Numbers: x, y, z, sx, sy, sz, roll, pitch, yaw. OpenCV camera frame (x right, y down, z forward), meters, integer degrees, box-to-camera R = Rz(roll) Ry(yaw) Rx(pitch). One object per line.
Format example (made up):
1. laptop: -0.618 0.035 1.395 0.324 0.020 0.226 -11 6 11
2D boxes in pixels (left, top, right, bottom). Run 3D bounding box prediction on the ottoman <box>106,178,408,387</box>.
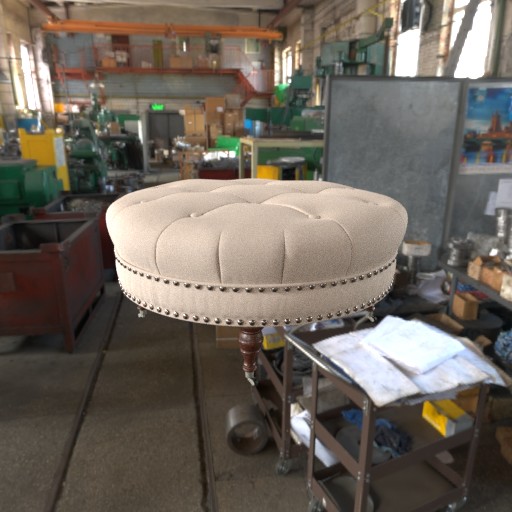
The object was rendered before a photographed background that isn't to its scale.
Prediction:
1. ottoman: 0.000 0.000 1.413 0.901 0.439 0.901 0 17 0
